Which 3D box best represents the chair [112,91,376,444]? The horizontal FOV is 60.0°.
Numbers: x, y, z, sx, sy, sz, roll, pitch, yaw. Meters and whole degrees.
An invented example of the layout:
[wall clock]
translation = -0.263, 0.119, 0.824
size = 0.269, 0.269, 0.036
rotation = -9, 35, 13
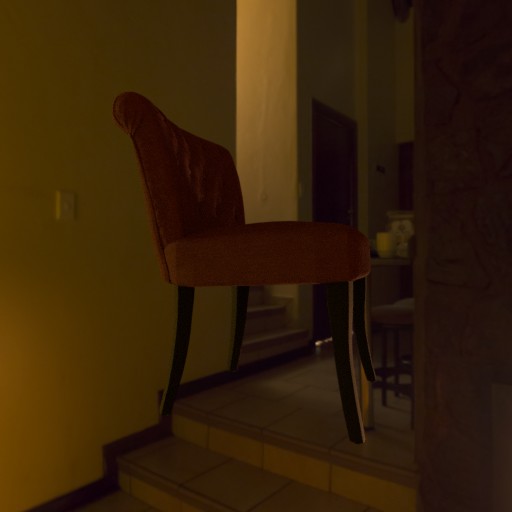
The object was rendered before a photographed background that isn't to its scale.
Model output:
[chair]
translation = 0.000, 0.000, 1.195
size = 0.605, 0.750, 0.582
rotation = 0, 0, 18
